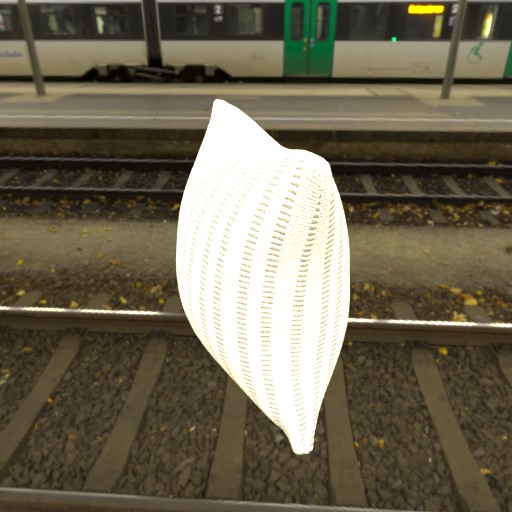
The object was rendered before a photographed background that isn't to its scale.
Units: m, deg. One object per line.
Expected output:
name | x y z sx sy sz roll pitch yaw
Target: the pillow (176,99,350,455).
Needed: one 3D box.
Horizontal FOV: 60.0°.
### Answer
pillow | 0.000 0.000 0.701 0.247 0.419 0.438 -8 29 -16
